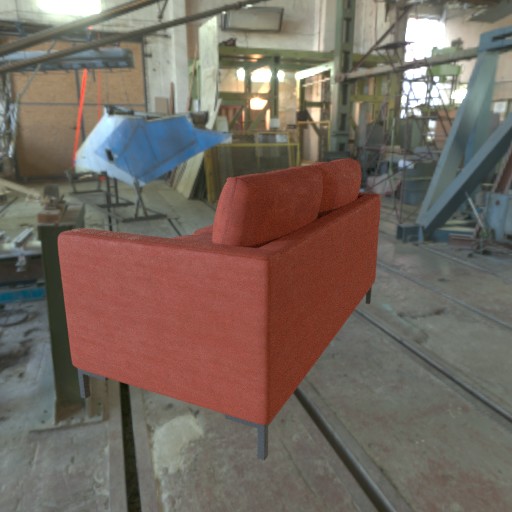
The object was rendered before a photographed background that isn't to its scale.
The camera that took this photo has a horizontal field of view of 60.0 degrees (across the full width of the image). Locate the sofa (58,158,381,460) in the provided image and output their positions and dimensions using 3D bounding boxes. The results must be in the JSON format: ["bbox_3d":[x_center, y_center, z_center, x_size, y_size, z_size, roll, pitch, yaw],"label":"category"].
[{"bbox_3d":[0.000,0.000,2.121,0.864,0.896,1.574,8,18,25],"label":"sofa"}]
